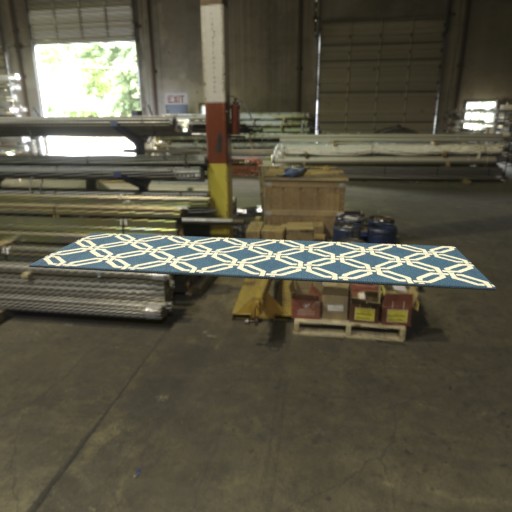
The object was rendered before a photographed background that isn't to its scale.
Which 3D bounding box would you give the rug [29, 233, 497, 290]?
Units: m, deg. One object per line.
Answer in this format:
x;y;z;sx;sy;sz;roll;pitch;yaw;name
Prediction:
0.000;0.000;2.452;2.276;0.014;0.678;2;18;8;rug
